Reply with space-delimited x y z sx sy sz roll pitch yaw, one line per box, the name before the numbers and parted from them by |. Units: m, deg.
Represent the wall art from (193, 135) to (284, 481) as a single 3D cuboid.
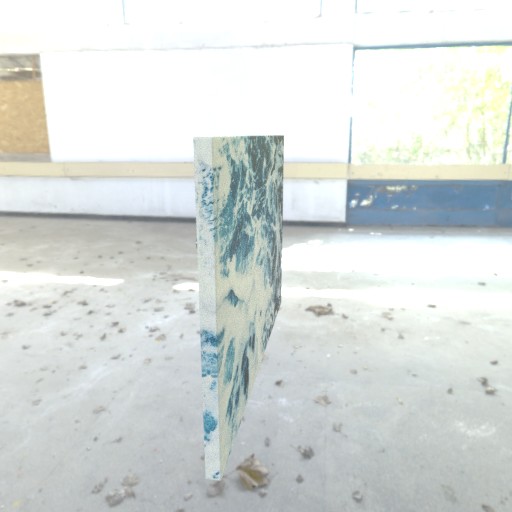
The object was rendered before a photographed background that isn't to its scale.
wall art | 0.000 0.000 1.941 0.055 1.017 1.524 3 16 10
